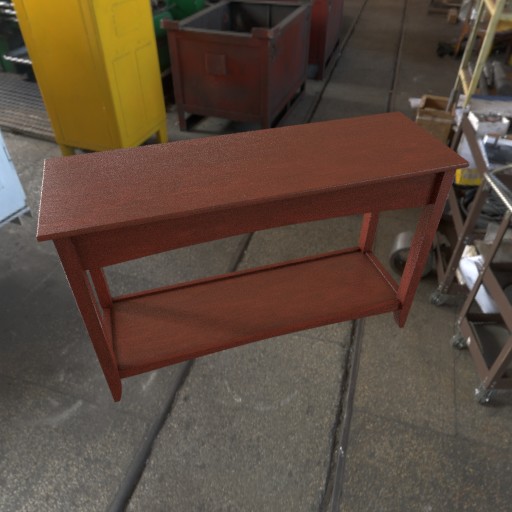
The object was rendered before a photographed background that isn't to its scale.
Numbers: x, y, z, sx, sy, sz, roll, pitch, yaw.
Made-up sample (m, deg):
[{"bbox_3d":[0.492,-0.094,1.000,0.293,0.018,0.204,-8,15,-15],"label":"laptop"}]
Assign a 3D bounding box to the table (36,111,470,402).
[{"bbox_3d":[0.000,0.000,1.541,1.188,0.739,0.392,-11,42,-13],"label":"table"}]
